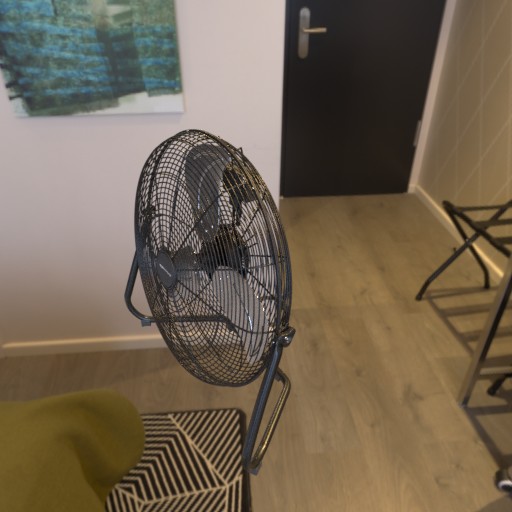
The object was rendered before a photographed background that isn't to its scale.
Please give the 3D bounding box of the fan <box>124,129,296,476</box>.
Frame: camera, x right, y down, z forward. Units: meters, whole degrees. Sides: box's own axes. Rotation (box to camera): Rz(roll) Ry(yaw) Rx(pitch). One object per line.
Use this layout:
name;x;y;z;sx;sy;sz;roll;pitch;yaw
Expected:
fan;0.000;0.000;1.014;0.470;0.605;0.595;-21;39;-29
